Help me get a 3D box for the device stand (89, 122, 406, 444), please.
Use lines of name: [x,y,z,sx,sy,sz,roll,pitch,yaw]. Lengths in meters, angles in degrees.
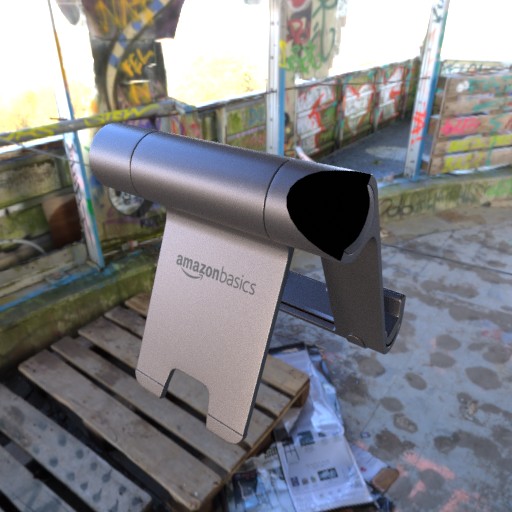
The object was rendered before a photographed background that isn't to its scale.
device stand: [0.000,0.000,0.151,0.088,0.084,0.079,20,35,31]
